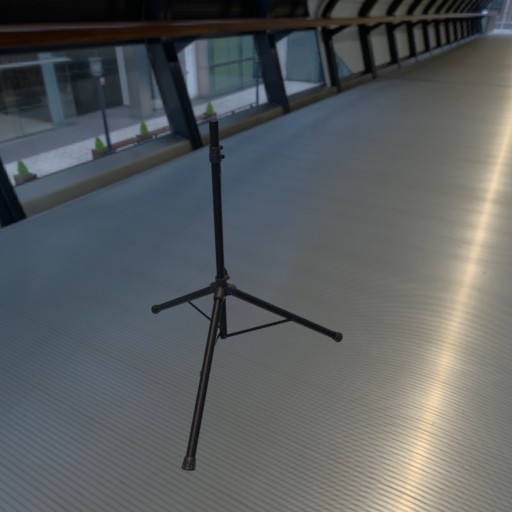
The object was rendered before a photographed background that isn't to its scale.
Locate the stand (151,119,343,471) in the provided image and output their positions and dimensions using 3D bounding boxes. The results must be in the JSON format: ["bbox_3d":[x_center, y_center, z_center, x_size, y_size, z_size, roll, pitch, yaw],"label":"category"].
[{"bbox_3d":[0.000,0.000,1.855,0.907,1.136,1.045,-8,31,-14],"label":"stand"}]
